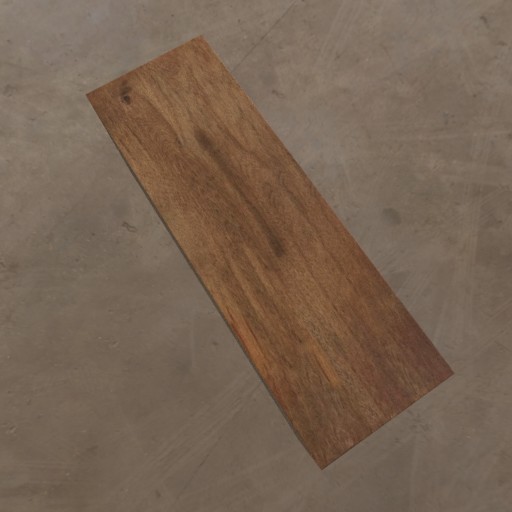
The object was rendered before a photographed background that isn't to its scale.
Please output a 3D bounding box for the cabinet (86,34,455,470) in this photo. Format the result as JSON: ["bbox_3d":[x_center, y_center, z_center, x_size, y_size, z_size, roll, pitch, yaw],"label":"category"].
[{"bbox_3d":[0.000,0.000,1.753,0.480,0.812,1.373,-32,76,-9],"label":"cabinet"}]
